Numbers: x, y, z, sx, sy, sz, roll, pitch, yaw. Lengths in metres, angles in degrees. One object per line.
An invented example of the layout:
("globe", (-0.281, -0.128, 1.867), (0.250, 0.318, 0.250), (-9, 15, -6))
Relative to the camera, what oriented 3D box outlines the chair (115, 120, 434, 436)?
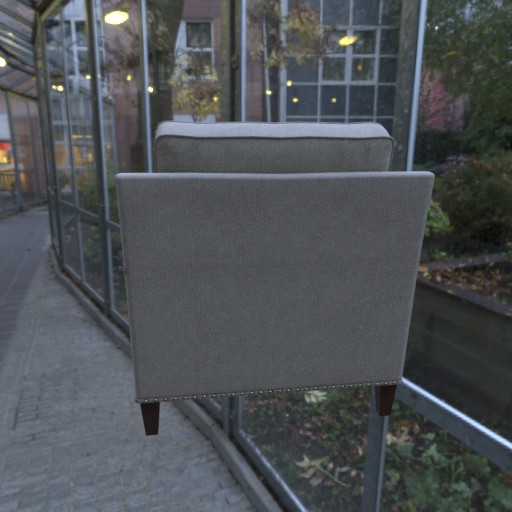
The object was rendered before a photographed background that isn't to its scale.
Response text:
("chair", (0.000, 0.000, 1.700), (0.853, 0.943, 1.014), (-2, 13, -8))
